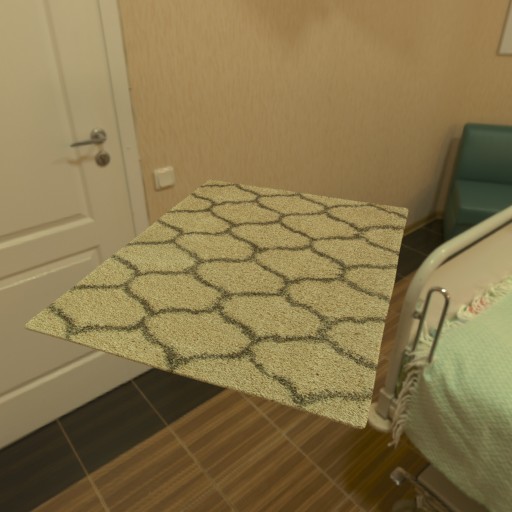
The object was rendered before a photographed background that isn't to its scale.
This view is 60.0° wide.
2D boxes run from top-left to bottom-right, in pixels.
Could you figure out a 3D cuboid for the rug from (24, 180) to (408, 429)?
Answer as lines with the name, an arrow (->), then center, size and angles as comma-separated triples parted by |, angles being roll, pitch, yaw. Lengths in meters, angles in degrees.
rug -> 0.000, 0.000, 3.961 | 2.399, 0.026, 3.000 | 11, 33, 18
